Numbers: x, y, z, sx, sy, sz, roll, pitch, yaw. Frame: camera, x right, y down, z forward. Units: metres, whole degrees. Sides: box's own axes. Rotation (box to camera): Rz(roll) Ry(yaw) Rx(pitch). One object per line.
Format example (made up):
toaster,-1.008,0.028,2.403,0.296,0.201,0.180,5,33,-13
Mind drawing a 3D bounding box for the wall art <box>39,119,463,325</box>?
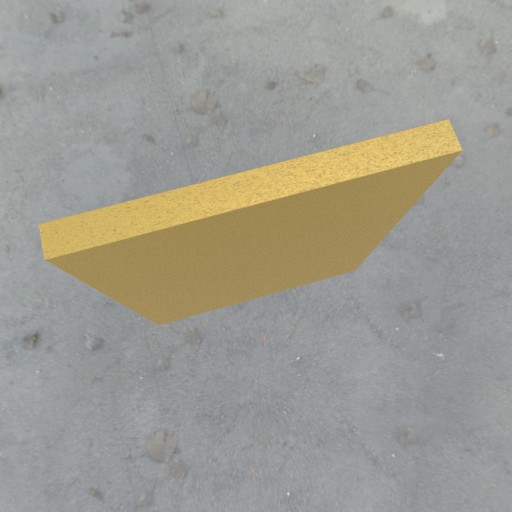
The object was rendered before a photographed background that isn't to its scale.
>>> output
wall art,0.000,0.000,0.862,0.537,0.642,0.048,-15,75,-4
